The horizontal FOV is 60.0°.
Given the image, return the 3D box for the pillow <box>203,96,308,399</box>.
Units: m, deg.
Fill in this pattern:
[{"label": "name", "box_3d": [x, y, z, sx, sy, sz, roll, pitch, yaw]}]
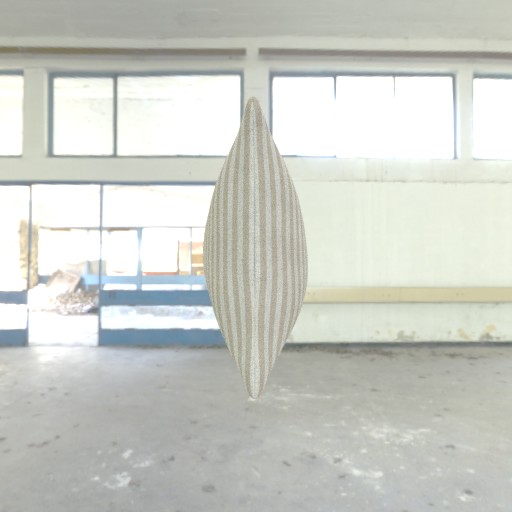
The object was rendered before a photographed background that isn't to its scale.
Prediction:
[{"label": "pillow", "box_3d": [0.000, 0.000, 0.731, 0.151, 0.295, 0.617, 0, -2, 1]}]
